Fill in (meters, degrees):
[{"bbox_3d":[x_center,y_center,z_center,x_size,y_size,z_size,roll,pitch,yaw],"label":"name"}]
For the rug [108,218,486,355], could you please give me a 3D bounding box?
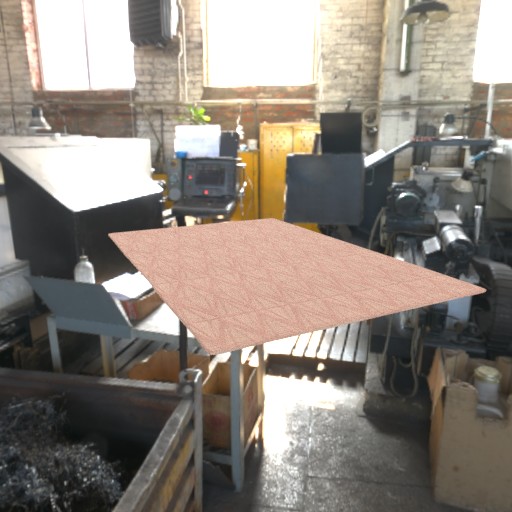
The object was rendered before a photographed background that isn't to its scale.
[{"bbox_3d":[0.000,0.000,3.058,1.609,0.015,2.390,-8,17,-26],"label":"rug"}]
